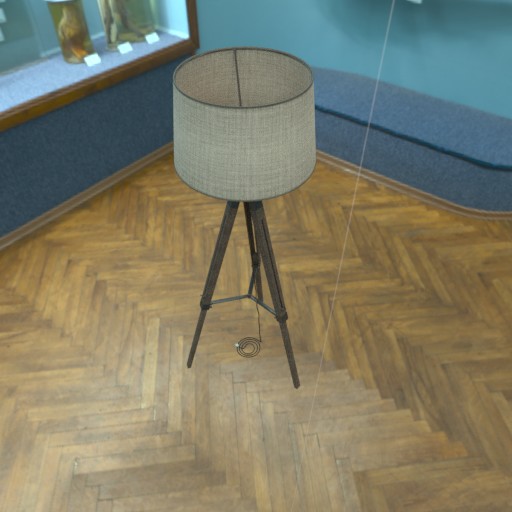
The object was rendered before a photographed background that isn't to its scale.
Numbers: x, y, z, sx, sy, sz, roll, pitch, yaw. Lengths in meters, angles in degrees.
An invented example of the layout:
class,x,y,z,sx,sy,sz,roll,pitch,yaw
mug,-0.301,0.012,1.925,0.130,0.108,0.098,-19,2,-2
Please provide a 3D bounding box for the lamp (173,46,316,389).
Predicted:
class,x,y,z,sx,sy,sz,roll,pitch,yaw
lamp,0.000,0.000,1.851,0.587,1.510,0.604,32,54,27
